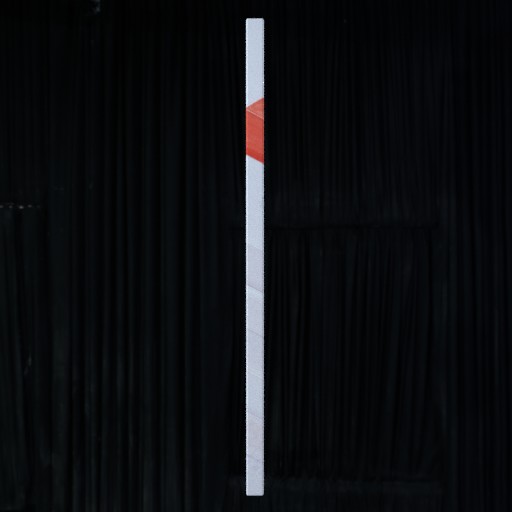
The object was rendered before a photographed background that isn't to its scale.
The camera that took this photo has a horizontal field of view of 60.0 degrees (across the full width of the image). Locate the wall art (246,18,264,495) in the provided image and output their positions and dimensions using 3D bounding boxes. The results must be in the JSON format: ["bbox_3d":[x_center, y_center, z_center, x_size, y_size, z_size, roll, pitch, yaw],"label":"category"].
[{"bbox_3d":[0.000,0.000,1.092,0.036,0.848,0.613,0,1,0],"label":"wall art"}]
